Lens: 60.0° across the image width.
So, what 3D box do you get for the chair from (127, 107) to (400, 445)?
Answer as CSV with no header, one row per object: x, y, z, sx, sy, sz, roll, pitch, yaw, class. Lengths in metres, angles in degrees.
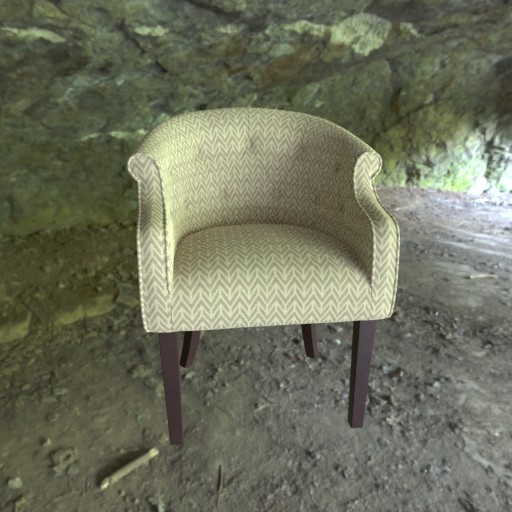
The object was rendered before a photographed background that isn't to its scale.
0.000,0.000,1.319,0.686,0.858,0.613,-2,16,-8,chair
